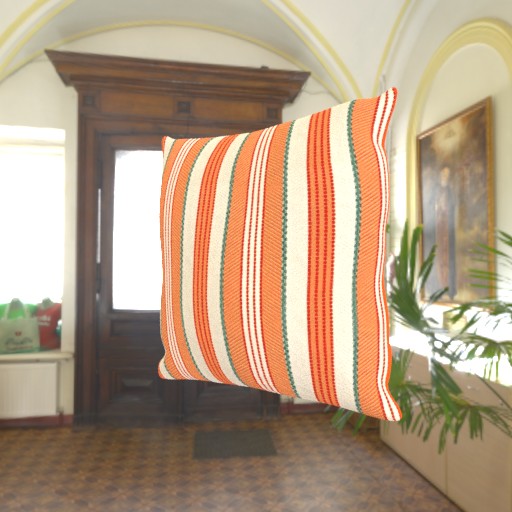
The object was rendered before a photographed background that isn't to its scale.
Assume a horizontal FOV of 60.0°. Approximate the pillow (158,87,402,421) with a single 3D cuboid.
[{"bbox_3d":[0.000,0.000,0.685,0.440,0.441,0.182,-1,-2,35],"label":"pillow"}]
